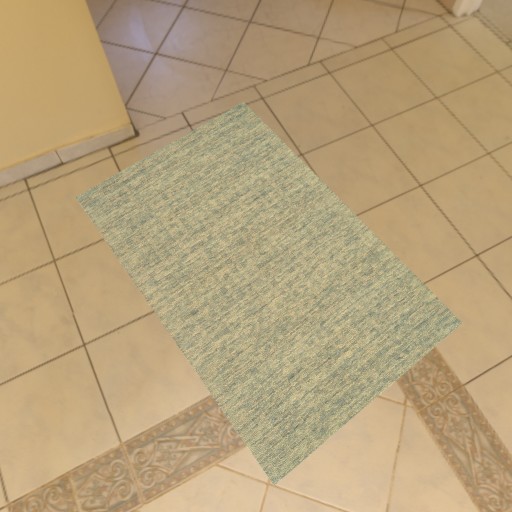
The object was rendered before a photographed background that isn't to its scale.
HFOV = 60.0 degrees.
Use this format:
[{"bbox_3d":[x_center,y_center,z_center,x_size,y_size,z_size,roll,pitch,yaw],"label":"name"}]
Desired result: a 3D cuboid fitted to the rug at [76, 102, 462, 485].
[{"bbox_3d":[0.000,0.000,2.266,1.142,0.006,1.752,-34,69,-15],"label":"rug"}]
